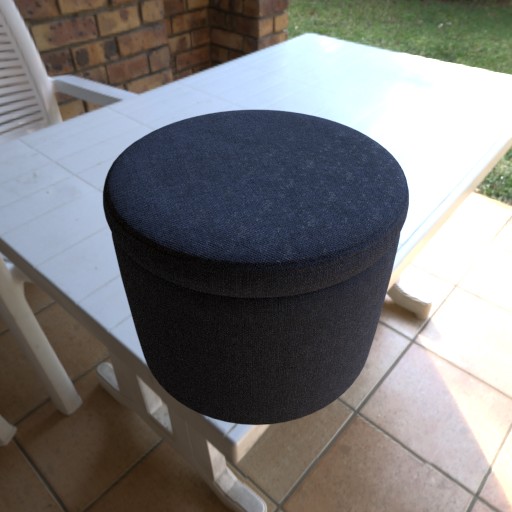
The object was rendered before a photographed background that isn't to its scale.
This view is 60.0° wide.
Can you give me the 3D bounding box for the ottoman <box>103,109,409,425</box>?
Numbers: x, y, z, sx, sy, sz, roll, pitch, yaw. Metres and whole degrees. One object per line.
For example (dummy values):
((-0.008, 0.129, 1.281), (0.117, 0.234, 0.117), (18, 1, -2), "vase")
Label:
((0.000, 0.000, 0.889), (0.520, 0.430, 0.520), (0, 41, 0), "ottoman")
